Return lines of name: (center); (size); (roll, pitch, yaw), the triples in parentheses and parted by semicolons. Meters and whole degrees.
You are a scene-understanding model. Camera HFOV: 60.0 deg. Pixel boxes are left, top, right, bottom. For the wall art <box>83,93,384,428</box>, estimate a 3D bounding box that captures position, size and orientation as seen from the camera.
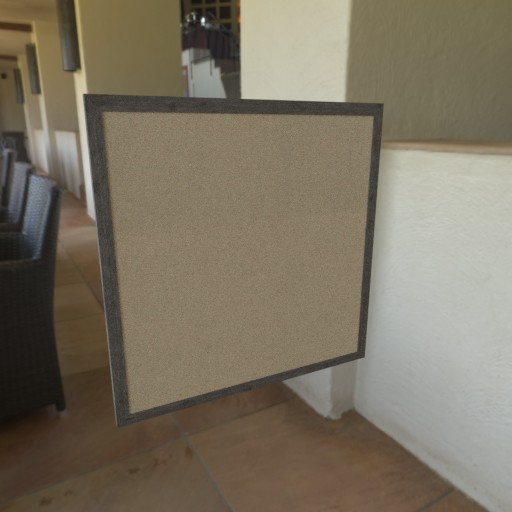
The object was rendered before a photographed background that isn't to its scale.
wall art: (0.000, 0.000, 0.685); (0.457, 0.457, 0.013); (-8, 18, -26)
